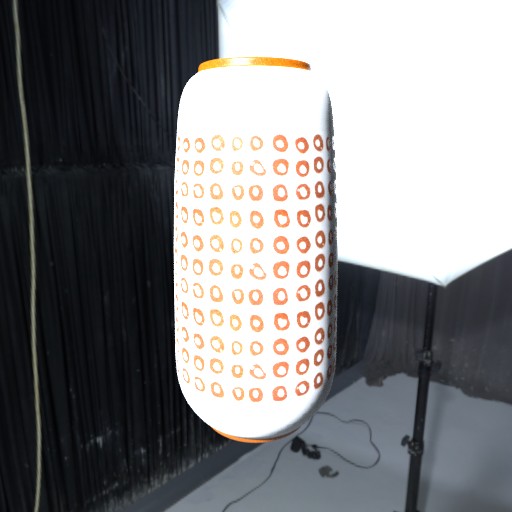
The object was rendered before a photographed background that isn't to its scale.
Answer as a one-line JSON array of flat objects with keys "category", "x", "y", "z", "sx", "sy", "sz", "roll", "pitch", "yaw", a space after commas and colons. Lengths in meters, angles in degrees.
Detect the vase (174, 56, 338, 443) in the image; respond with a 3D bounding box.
[{"category": "vase", "x": 0.000, "y": 0.000, "z": 0.355, "sx": 0.133, "sy": 0.282, "sz": 0.133, "roll": 0, "pitch": 14, "yaw": 0}]
